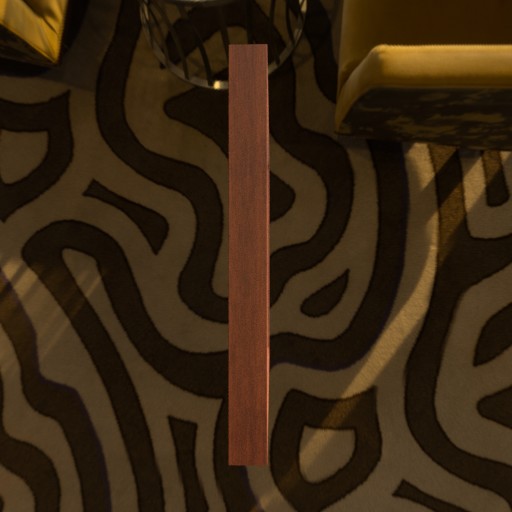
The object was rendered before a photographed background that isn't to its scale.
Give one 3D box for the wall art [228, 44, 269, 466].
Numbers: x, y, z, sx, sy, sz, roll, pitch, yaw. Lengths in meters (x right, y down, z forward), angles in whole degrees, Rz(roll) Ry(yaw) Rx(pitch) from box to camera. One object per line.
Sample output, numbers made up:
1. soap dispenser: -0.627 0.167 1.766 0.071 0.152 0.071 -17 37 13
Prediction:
1. wall art: 0.000 0.000 0.538 0.030 0.381 0.330 0 90 2
